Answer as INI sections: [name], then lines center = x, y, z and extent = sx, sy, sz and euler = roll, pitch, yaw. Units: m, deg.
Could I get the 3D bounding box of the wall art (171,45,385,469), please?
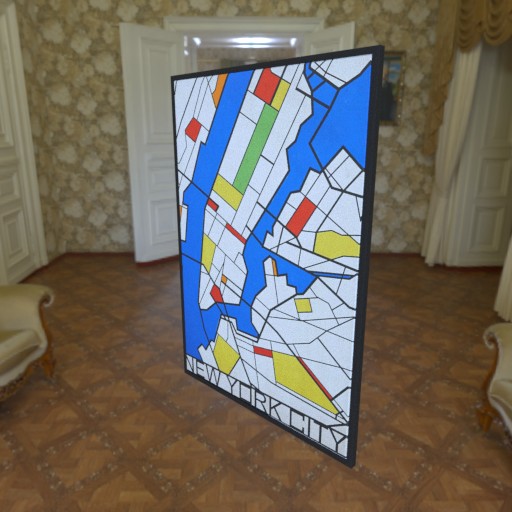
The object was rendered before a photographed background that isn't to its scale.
[wall art]
center = 0.000, 0.000, 0.823
extent = 0.460, 0.660, 0.013
euler = 14, 21, 42
